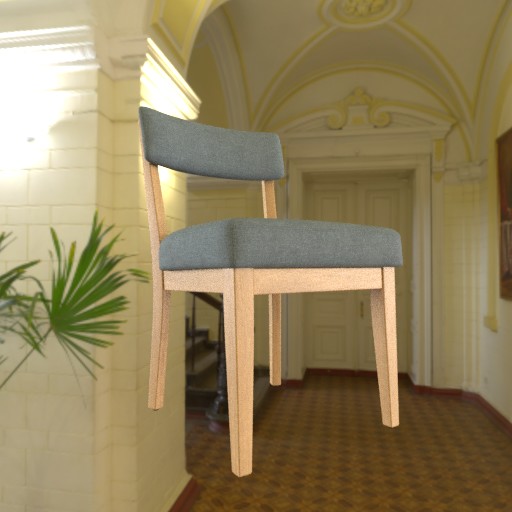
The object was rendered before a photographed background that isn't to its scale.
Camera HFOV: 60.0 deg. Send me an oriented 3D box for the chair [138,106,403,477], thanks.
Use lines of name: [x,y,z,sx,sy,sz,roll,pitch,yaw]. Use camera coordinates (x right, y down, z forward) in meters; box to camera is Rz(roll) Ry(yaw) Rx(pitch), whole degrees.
chair: [0.000,0.000,1.169,0.508,0.832,0.572,1,-1,-35]
